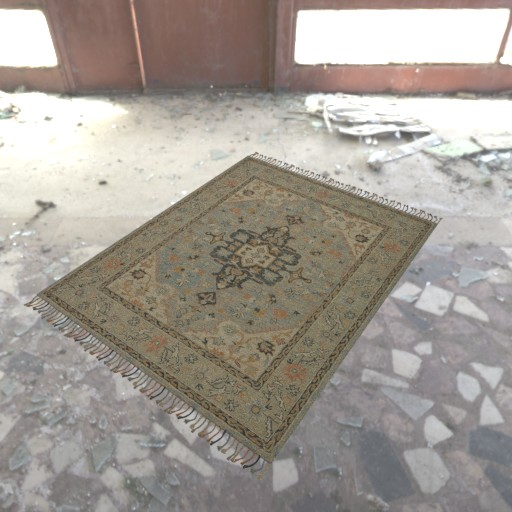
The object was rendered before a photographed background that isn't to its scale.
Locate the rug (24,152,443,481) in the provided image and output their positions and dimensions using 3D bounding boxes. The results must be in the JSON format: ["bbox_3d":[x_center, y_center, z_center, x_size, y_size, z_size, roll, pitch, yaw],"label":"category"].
[{"bbox_3d":[0.000,0.000,3.356,1.971,0.010,2.651,26,47,26],"label":"rug"}]
